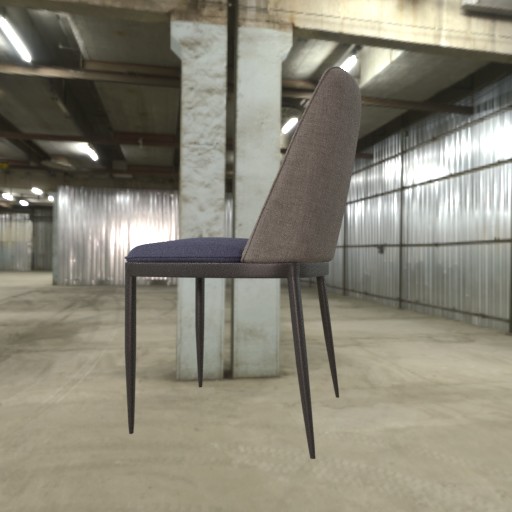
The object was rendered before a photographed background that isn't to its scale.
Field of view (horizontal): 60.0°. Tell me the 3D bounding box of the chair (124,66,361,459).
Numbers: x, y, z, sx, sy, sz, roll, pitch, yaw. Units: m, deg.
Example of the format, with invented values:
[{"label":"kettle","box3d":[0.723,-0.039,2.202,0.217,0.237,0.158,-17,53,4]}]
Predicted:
[{"label":"chair","box3d":[0.000,0.000,1.189,0.550,0.855,0.488,0,0,17]}]
